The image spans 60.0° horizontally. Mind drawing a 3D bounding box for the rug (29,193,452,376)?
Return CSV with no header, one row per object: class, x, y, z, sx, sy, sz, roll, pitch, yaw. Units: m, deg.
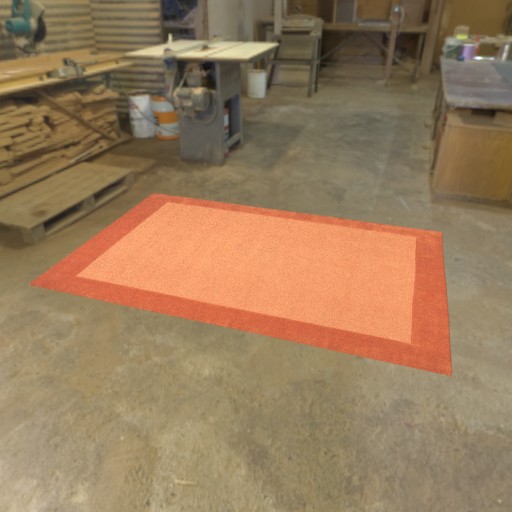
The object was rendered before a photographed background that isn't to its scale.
rug,0.000,0.000,3.023,2.438,0.014,1.524,9,32,16
